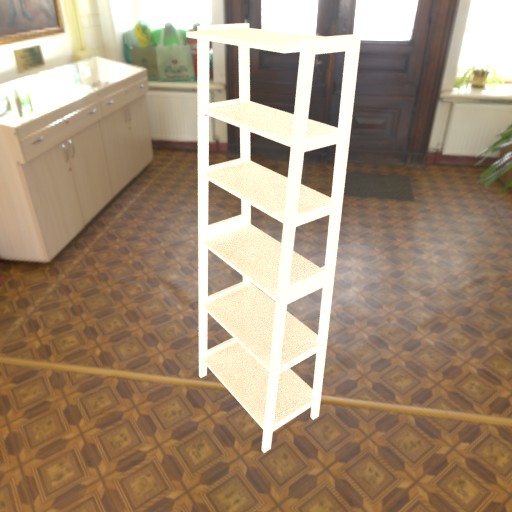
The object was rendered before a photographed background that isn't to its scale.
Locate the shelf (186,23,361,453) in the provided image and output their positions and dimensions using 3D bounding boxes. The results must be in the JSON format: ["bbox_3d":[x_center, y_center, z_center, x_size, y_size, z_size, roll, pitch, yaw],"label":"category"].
[{"bbox_3d":[0.000,0.000,2.082,0.381,1.892,0.660,-21,37,-31],"label":"shelf"}]
